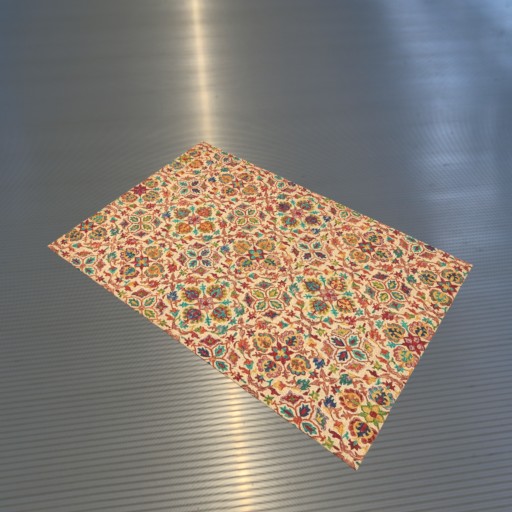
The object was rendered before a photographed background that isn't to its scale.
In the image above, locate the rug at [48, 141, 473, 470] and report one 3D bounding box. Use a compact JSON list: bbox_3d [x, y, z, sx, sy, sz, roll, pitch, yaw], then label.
[{"bbox_3d":[0.000,0.000,2.295,1.838,0.013,1.226,29,54,24],"label":"rug"}]
